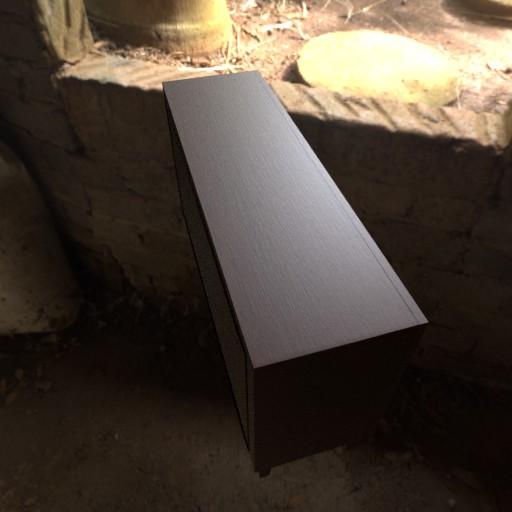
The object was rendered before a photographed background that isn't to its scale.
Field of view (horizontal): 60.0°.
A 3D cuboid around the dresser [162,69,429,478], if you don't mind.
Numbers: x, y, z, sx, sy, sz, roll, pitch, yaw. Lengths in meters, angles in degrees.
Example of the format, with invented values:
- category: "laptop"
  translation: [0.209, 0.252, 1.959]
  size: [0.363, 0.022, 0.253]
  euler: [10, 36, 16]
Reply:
- category: "dresser"
  translation: [0.000, 0.000, 2.022]
  size: [0.499, 0.971, 1.609]
  euler: [-12, 48, -11]
